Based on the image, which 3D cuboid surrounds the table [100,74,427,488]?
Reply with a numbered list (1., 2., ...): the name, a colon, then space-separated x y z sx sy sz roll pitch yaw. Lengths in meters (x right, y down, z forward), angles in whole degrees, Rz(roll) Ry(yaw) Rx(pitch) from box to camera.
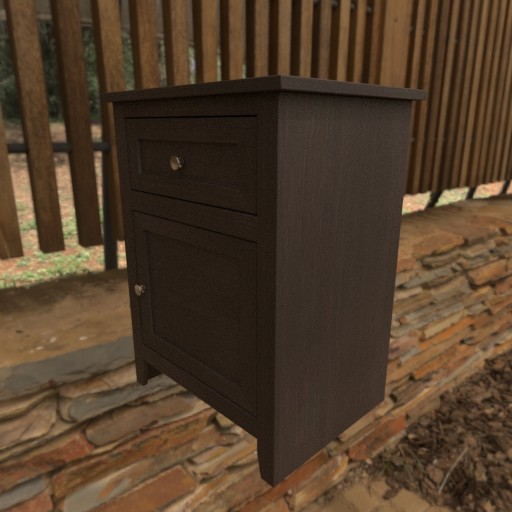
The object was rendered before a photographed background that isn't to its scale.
1. table: 0.000 0.000 0.913 0.381 0.635 0.480 -16 23 -42
